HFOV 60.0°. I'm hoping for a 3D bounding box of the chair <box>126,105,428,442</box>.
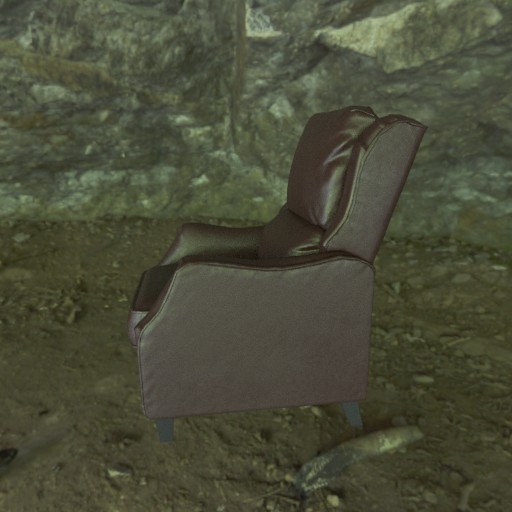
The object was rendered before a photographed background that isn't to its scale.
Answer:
[{"bbox_3d":[0.000,0.000,1.775,0.982,1.132,0.770,-2,14,-9],"label":"chair"}]
